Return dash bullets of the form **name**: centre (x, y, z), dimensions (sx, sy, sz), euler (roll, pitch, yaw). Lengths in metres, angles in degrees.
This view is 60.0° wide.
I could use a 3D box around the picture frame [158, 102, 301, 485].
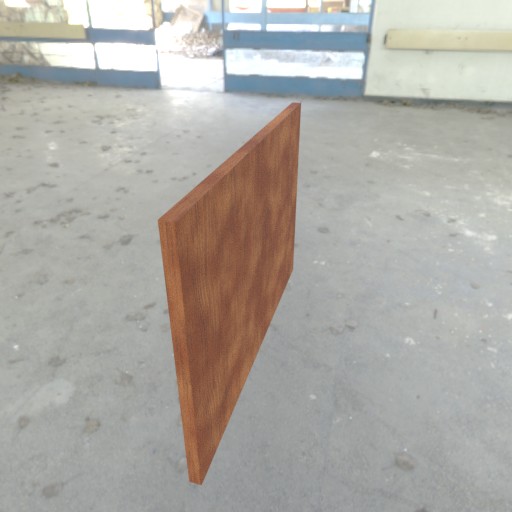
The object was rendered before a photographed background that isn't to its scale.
- **picture frame**: centre (0.000, 0.000, 1.218), dimensions (0.029, 0.640, 0.950), euler (8, 31, 14)
